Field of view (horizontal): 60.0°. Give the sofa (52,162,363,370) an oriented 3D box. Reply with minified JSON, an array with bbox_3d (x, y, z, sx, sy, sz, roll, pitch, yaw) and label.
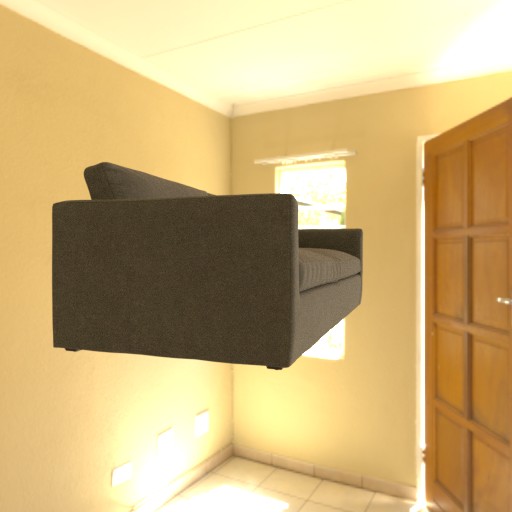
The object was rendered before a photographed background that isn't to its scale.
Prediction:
[{"bbox_3d":[0.000,0.000,2.772,1.092,0.838,2.257,0,0,20],"label":"sofa"}]
